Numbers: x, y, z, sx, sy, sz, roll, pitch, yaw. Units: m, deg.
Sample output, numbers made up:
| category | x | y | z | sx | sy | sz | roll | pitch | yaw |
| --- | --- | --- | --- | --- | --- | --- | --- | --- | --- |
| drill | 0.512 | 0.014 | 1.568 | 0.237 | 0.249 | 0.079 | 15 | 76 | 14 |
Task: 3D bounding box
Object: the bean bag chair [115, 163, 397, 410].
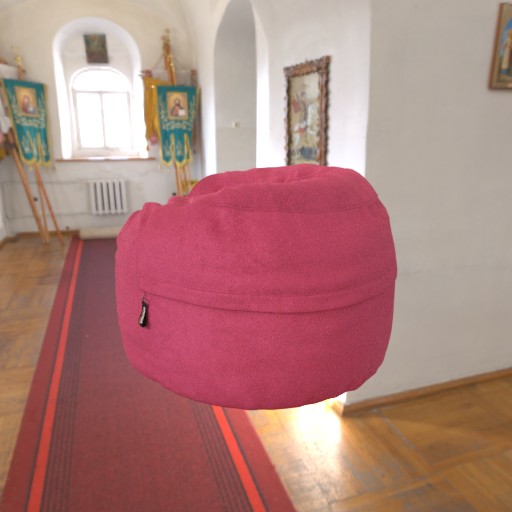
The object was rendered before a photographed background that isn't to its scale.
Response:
| category | x | y | z | sx | sy | sz | roll | pitch | yaw |
| --- | --- | --- | --- | --- | --- | --- | --- | --- | --- |
| bean bag chair | 0.000 | 0.000 | 1.990 | 1.218 | 0.788 | 1.218 | 0 | 17 | 0 |
